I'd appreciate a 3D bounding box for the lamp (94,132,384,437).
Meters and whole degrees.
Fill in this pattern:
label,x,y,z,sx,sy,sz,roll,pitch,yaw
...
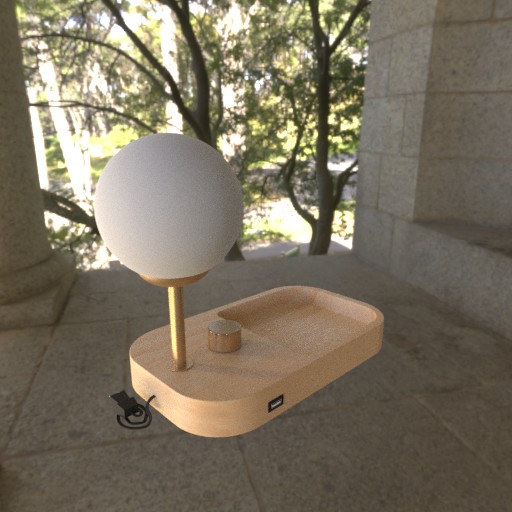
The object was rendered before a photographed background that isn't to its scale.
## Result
label,x,y,z,sx,sy,sz,roll,pitch,yaw
lamp,0.000,0.000,0.469,0.331,0.253,0.173,-15,22,-42
